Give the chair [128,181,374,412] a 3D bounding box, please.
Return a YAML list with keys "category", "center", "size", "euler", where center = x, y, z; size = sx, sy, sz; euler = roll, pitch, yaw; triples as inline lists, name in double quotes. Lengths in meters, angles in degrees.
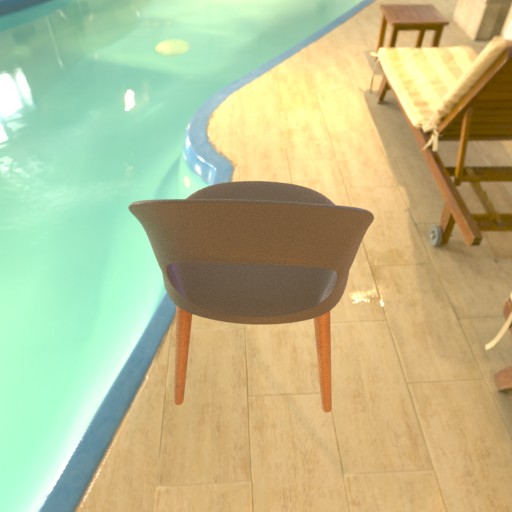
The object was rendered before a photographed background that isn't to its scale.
- category: "chair"
  center: [0.000, 0.000, 1.127]
  size: [0.470, 0.795, 0.556]
  euler: [2, 46, 2]
